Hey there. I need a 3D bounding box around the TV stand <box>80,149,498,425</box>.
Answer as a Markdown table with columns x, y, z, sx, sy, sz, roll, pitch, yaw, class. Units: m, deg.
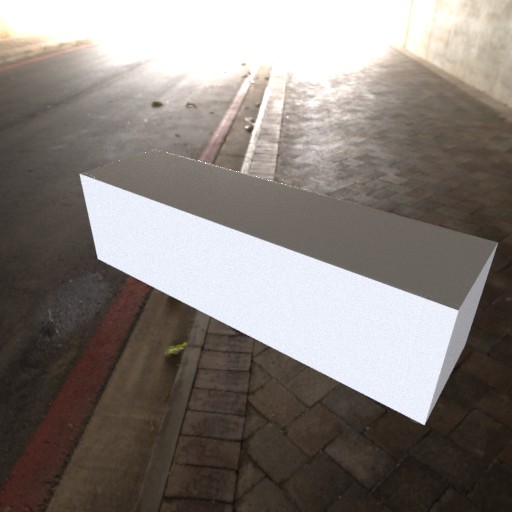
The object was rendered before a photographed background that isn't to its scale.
| x | y | z | sx | sy | sz | roll | pitch | yaw | class |
| --- | --- | --- | --- | --- | --- | --- | --- | --- | --- |
| 0.000 | 0.000 | 1.682 | 1.500 | 0.440 | 0.410 | 21 | 37 | 31 | TV stand |
